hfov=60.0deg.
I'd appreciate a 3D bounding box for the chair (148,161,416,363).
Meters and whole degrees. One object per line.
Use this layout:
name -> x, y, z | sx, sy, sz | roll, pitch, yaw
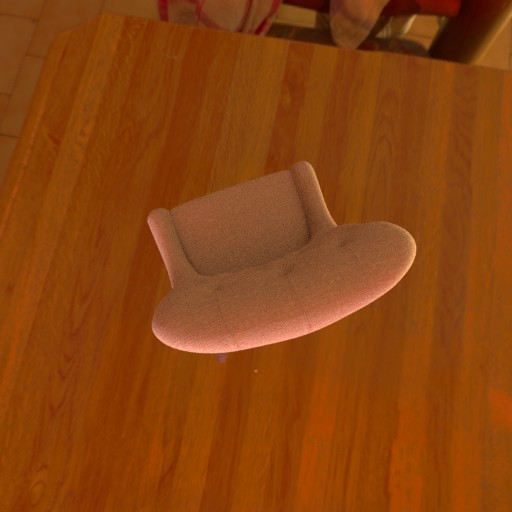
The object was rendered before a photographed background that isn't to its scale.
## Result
chair -> 0.000, 0.000, 1.472 | 0.634, 1.091, 0.629 | -19, 76, -5
